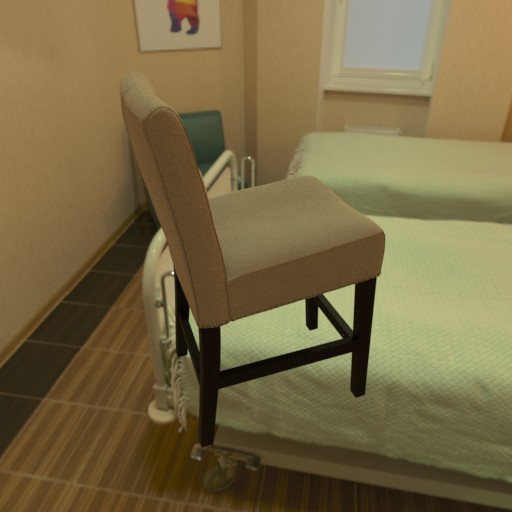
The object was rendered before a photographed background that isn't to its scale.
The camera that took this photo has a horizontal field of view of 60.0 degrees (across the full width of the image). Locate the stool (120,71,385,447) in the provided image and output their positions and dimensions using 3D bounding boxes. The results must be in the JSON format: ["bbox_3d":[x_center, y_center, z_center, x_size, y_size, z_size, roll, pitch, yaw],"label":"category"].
[{"bbox_3d":[0.000,0.000,1.174,0.571,0.885,0.427,-10,32,-16],"label":"stool"}]
